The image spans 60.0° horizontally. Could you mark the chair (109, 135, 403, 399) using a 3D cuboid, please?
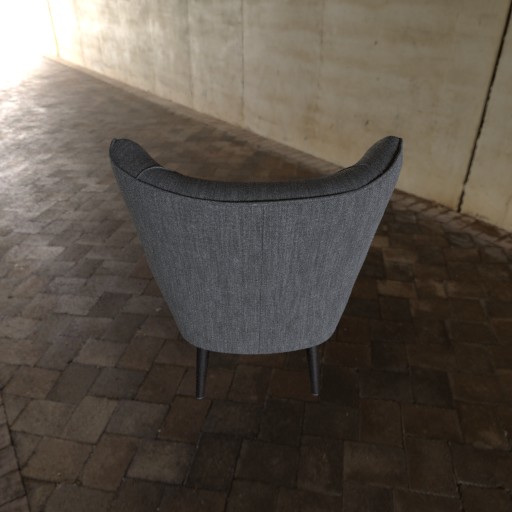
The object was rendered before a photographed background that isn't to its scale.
[{"bbox_3d":[0.000,0.000,1.560,0.781,0.933,0.888,-1,30,-2],"label":"chair"}]
